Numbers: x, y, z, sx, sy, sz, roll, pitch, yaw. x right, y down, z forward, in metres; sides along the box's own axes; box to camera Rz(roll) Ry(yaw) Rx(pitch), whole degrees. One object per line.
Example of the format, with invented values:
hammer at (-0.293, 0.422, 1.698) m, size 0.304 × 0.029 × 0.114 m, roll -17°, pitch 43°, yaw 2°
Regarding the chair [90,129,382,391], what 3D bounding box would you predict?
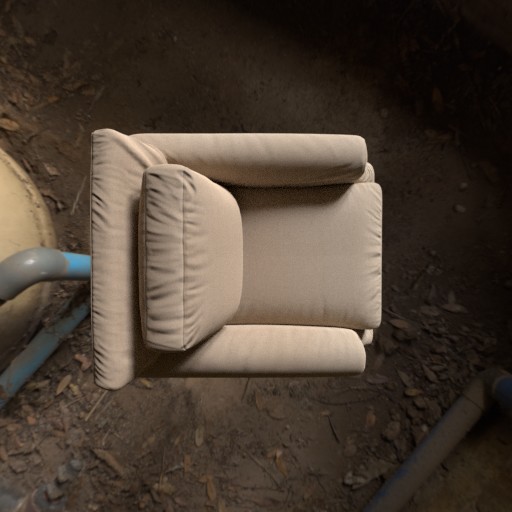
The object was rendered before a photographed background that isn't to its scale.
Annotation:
chair at (0.000, 0.000, 1.777) m, size 1.066 × 0.866 × 0.940 m, roll 0°, pitch 91°, yaw 1°
